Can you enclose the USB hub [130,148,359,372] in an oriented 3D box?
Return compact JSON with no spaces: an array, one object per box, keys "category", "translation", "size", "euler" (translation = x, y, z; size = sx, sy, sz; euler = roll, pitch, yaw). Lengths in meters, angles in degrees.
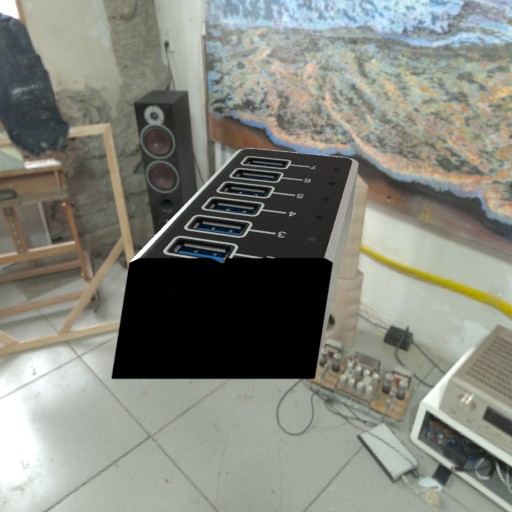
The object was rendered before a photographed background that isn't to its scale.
[{"category":"USB hub","translation":[0.000,0.000,0.122],"size":[0.044,0.023,0.110],"euler":[9,34,14]}]
